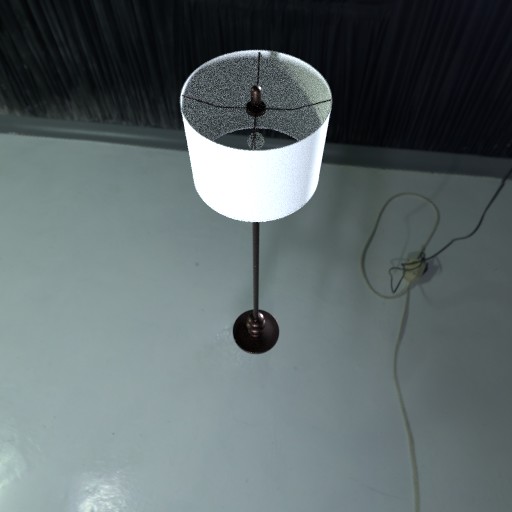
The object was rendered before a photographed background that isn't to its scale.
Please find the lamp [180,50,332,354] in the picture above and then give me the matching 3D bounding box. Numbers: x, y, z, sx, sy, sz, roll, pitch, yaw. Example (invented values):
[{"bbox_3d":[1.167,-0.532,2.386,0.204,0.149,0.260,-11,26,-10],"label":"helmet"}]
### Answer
[{"bbox_3d":[0.000,0.000,1.653,0.356,1.487,0.356,2,58,1],"label":"lamp"}]
